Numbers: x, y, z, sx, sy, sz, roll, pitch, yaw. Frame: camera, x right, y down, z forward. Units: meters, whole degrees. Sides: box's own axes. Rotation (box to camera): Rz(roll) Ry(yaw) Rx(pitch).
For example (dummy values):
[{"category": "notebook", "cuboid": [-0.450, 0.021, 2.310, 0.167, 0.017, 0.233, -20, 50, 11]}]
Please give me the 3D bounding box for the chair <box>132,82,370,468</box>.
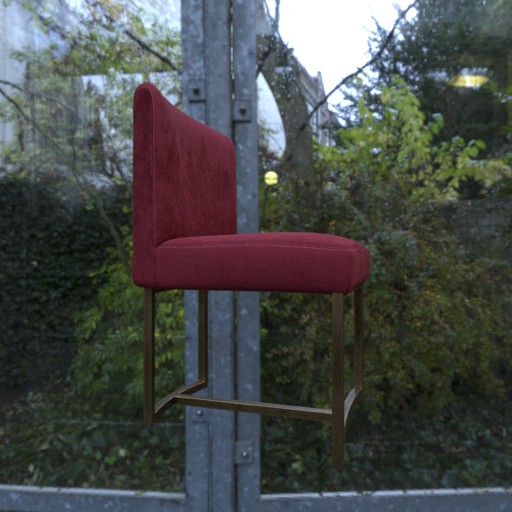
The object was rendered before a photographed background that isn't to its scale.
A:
[{"category": "chair", "cuboid": [0.000, 0.000, 1.173, 0.560, 0.824, 0.530, 0, 0, 18]}]
